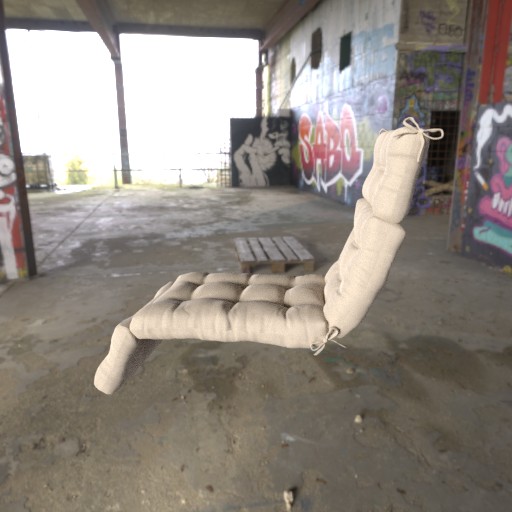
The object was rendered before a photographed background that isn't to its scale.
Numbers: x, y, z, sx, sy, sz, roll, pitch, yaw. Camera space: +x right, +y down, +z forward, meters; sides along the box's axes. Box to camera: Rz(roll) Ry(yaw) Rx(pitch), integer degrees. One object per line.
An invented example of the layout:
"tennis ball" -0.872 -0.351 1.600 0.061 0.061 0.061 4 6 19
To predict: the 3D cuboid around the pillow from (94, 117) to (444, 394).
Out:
"pillow" 0.000 0.000 1.494 1.016 0.863 0.526 2 14 9
